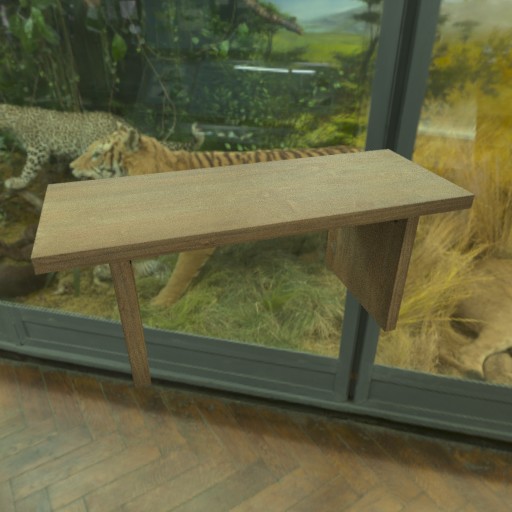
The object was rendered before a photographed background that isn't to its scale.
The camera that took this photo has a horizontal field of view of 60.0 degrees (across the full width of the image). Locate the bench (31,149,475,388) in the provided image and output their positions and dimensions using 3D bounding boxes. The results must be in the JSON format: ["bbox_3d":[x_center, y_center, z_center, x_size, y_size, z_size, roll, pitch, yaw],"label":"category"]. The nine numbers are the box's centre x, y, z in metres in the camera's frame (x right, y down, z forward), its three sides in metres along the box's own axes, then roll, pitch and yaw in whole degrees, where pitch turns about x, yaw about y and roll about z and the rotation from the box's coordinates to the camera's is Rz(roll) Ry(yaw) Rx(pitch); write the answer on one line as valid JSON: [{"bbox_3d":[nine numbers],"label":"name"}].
[{"bbox_3d":[0.000,0.000,1.431,1.183,0.458,0.458,-9,32,-15],"label":"bench"}]
